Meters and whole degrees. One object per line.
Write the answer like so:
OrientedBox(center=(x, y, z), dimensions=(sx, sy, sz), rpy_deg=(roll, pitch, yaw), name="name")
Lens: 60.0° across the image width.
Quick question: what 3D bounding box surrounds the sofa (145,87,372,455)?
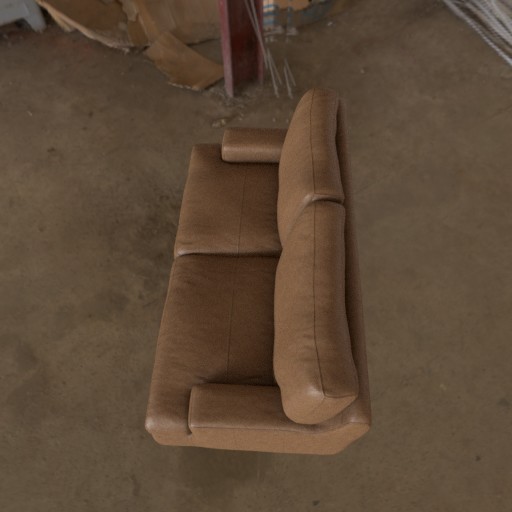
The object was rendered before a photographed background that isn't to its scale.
OrientedBox(center=(0.000, 0.000, 2.394), dimensions=(0.962, 0.980, 1.855), rpy_deg=(2, 58, 2), name="sofa")
